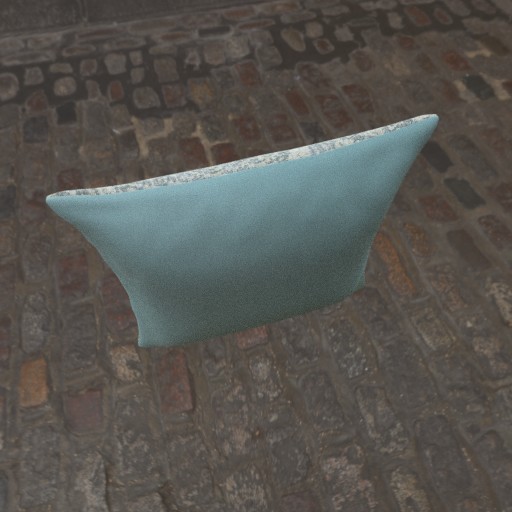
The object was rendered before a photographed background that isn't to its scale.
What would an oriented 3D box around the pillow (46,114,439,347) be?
[{"bbox_3d":[0.000,0.000,0.782,0.526,0.507,0.166,-14,59,-9],"label":"pillow"}]
